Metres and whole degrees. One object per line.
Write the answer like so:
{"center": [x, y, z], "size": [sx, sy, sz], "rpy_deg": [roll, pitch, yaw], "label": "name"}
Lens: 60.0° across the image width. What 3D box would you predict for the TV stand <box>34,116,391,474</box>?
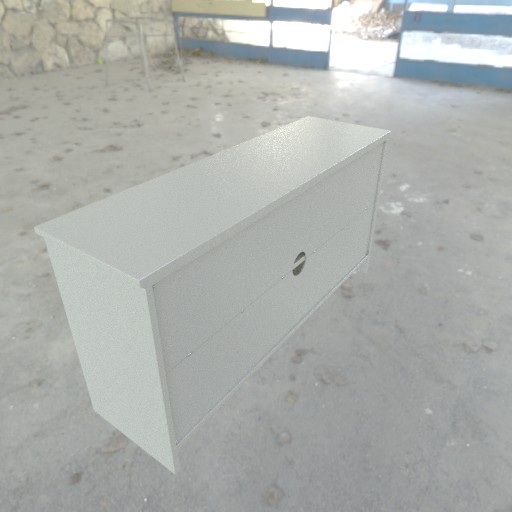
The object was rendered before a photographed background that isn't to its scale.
{"center": [0.000, 0.000, 1.436], "size": [0.344, 0.603, 1.167], "rpy_deg": [21, 38, 30], "label": "TV stand"}
